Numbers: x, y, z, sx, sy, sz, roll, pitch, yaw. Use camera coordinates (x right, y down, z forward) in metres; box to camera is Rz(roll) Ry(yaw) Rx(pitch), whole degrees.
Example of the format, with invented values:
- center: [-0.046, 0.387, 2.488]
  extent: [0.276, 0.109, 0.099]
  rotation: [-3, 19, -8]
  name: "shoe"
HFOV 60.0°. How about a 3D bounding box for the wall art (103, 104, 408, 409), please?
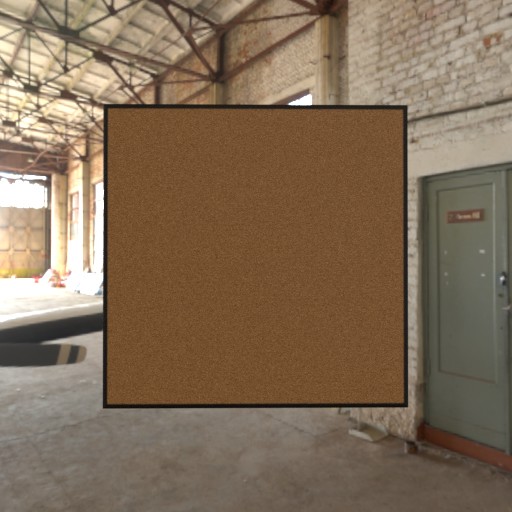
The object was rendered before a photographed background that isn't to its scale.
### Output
- center: [0.000, 0.000, 0.759]
  extent: [0.513, 0.511, 0.028]
  rotation: [0, 0, -1]
  name: "wall art"
